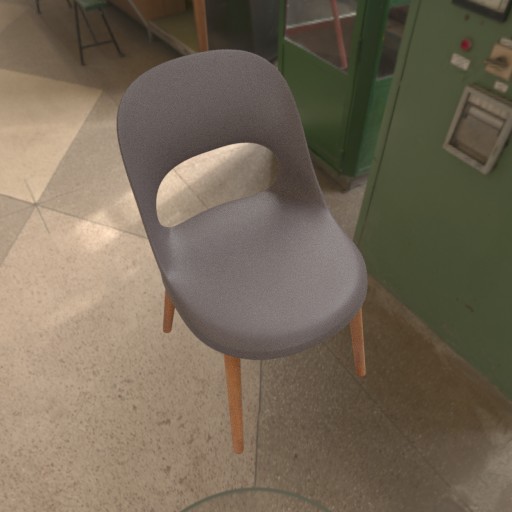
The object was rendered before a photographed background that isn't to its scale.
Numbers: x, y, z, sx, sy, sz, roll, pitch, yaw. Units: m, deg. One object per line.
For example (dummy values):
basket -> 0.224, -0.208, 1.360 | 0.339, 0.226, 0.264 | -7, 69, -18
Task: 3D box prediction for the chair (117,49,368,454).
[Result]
chair -> 0.000, 0.000, 1.101 | 0.470, 0.794, 0.556 | -24, 51, -21
